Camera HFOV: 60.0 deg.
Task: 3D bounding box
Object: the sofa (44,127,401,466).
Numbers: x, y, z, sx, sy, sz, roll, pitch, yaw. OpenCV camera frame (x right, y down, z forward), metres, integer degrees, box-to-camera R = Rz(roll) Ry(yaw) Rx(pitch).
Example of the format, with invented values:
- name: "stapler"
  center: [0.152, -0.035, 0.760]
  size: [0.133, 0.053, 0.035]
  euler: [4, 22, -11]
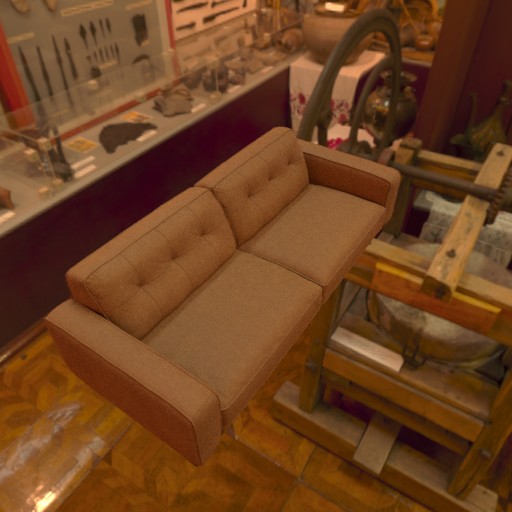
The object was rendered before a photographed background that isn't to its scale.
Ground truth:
- name: "sofa"
  center: [0.000, 0.000, 2.703]
  size: [0.953, 0.780, 2.270]
  euler: [24, 47, 25]
